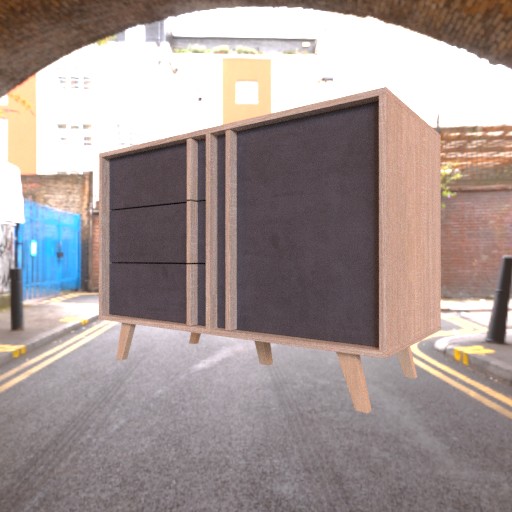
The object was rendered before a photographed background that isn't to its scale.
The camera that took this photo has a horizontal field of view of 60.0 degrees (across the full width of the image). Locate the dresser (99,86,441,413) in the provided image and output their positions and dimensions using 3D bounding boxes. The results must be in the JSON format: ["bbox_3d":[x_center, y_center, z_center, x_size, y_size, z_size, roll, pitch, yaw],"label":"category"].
[{"bbox_3d":[0.000,0.000,1.553,1.110,0.780,0.500,0,0,36],"label":"dresser"}]
